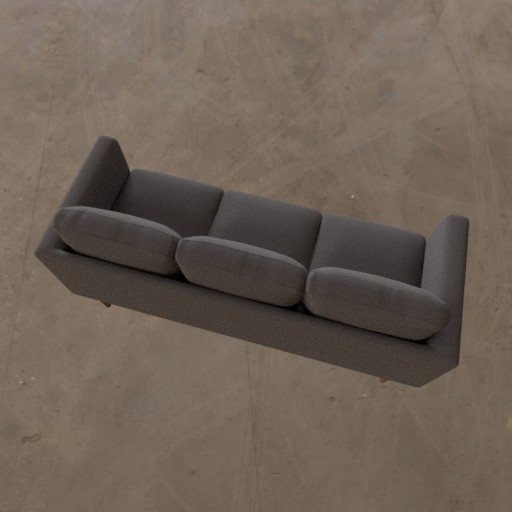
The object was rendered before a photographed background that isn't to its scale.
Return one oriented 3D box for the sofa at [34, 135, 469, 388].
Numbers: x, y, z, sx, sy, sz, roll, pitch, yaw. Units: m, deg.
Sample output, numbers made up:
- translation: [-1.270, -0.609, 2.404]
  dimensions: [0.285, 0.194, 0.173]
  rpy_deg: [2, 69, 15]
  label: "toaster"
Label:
- translation: [0.000, 0.000, 2.398]
  dimensions: [2.029, 0.912, 0.802]
  rpy_deg: [14, 64, 7]
  label: "sofa"
